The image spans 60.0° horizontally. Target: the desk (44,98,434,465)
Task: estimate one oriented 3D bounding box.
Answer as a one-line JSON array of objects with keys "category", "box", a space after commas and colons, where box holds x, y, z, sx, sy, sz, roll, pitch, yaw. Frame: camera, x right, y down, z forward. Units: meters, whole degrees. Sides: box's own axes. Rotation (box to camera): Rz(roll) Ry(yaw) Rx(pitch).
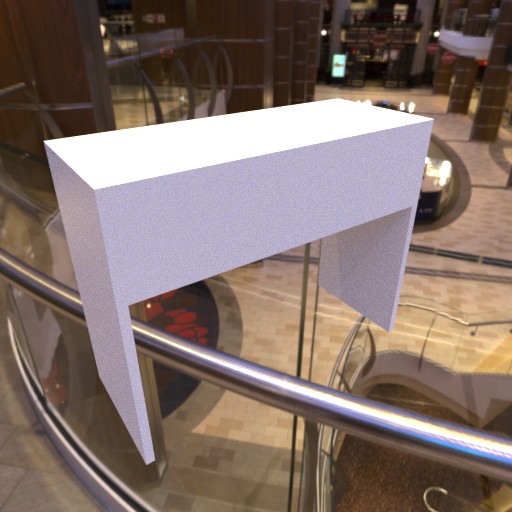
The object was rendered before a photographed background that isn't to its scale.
[{"category": "desk", "box": [0.000, 0.000, 1.396, 1.000, 0.790, 0.400, -19, 35, -30]}]
